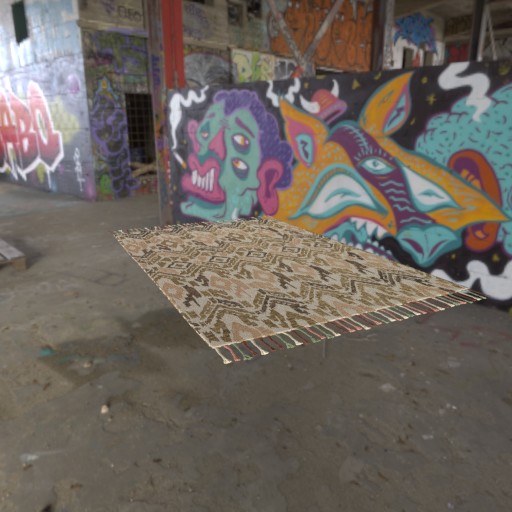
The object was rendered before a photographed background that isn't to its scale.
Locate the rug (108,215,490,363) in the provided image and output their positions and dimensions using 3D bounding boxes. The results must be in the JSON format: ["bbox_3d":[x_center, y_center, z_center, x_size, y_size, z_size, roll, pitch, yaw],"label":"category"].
[{"bbox_3d":[0.000,0.000,2.974,1.524,0.008,2.438,-8,18,-26],"label":"rug"}]
